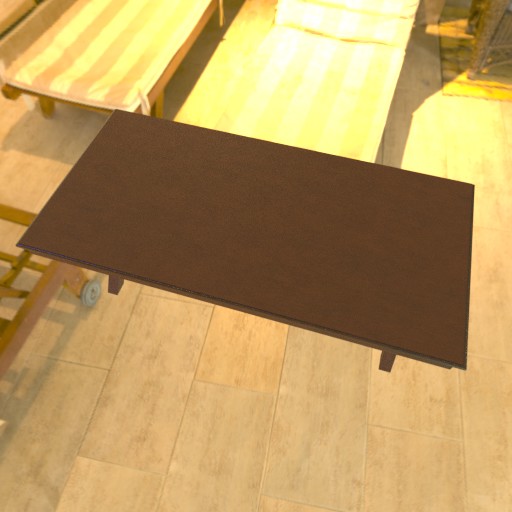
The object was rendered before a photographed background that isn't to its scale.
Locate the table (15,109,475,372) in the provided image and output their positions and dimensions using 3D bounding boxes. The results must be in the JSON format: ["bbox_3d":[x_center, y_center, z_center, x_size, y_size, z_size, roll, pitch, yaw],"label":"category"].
[{"bbox_3d":[0.000,0.000,1.460,1.197,0.459,0.594,14,58,9],"label":"table"}]
